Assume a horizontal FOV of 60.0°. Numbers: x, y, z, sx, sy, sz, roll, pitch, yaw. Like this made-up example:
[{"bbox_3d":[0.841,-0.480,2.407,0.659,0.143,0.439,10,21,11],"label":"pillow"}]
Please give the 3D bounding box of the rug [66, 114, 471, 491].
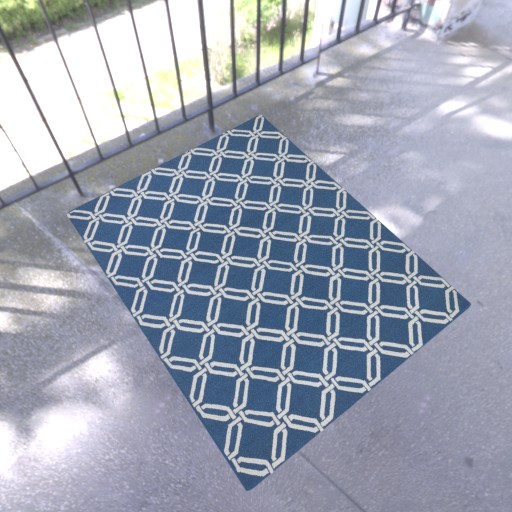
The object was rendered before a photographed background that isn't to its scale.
[{"bbox_3d":[0.000,0.000,3.862,2.277,0.020,2.867,-32,63,-19],"label":"rug"}]
